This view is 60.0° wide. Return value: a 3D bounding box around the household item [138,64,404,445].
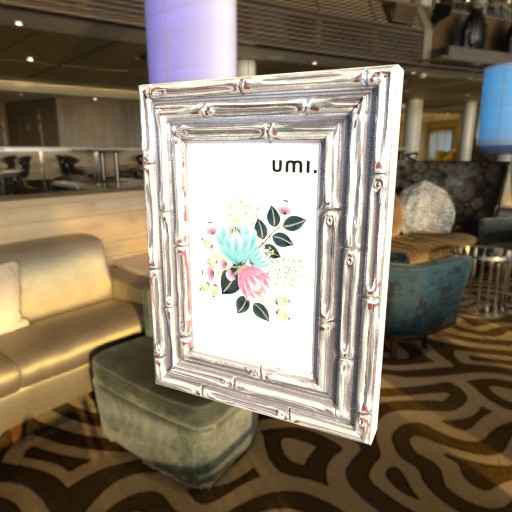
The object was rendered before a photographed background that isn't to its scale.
[{"bbox_3d":[0.000,0.000,0.287,0.165,0.216,0.025,7,15,26],"label":"household item"}]
